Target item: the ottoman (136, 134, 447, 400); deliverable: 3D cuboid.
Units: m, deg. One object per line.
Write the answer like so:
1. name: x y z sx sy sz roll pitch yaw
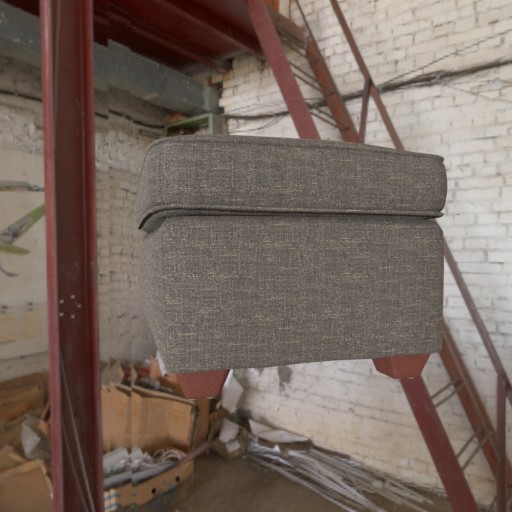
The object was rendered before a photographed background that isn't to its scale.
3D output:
1. ottoman: 0.000 0.000 1.076 0.549 0.450 0.749 0 1 -17
